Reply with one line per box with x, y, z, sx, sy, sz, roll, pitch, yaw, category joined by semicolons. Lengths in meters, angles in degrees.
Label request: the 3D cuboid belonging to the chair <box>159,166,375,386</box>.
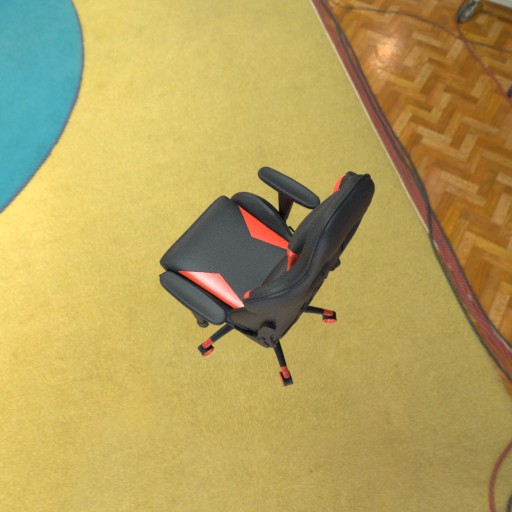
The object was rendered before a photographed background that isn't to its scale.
0.000;0.000;1.724;0.730;1.282;0.695;34;68;16;chair
